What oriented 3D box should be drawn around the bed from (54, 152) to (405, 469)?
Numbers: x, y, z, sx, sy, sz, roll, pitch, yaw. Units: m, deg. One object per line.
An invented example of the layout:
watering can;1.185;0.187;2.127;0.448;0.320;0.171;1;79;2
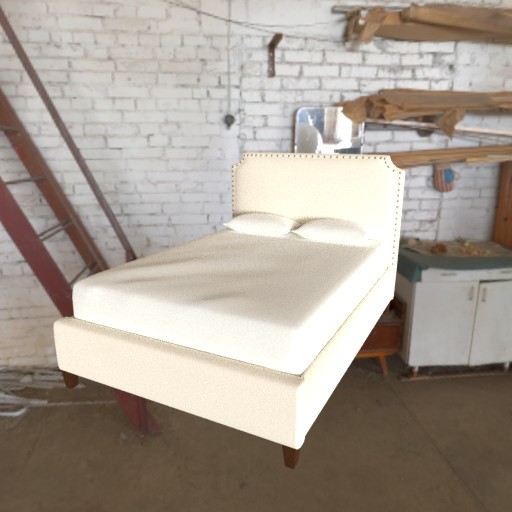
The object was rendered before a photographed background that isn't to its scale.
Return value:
bed;0.000;0.000;3.362;1.712;1.443;2.365;8;17;26
